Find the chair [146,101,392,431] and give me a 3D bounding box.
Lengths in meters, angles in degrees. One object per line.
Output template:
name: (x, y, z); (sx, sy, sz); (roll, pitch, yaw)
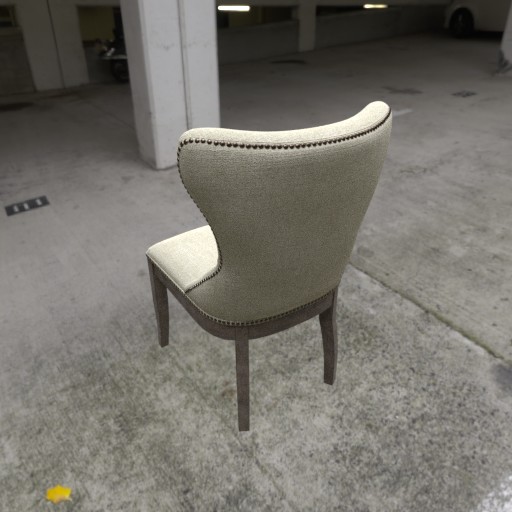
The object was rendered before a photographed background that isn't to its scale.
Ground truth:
chair: (0.000, 0.000, 1.489); (0.654, 1.002, 0.681); (-18, 34, -28)
